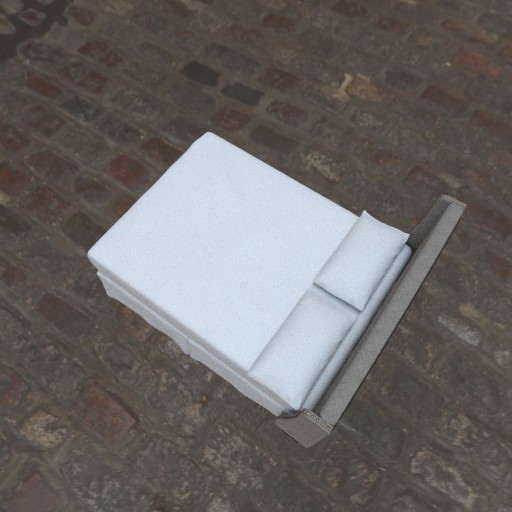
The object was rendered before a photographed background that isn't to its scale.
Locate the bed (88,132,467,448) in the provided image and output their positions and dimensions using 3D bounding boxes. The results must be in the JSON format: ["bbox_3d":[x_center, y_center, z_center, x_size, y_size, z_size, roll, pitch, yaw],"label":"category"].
[{"bbox_3d":[0.000,0.000,3.413,2.237,1.407,1.710,33,68,15],"label":"bed"}]
